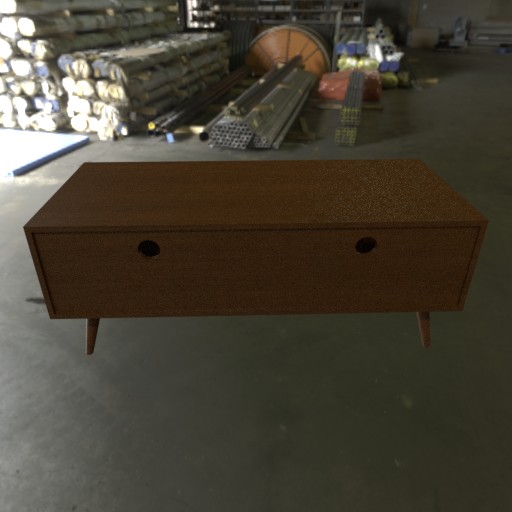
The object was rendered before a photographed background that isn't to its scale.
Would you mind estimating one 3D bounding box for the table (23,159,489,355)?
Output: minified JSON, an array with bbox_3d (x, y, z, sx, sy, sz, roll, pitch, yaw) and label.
[{"bbox_3d":[0.000,0.000,1.392,1.119,0.464,0.490,-1,30,-2],"label":"table"}]
